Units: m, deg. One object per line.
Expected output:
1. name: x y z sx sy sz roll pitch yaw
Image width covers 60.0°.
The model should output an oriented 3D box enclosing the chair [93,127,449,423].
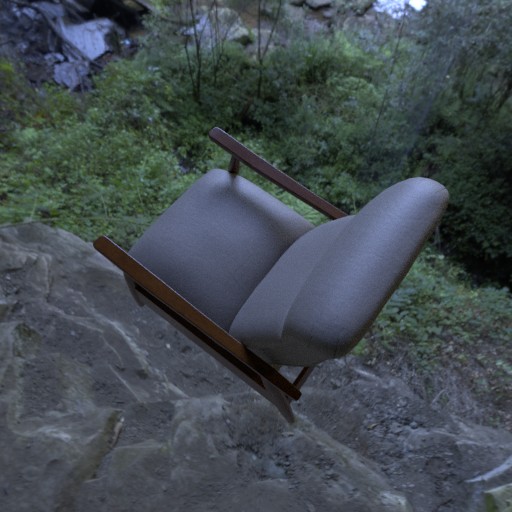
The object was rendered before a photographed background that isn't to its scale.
1. chair: 0.000 0.000 1.793 1.032 1.082 0.762 34 68 16
